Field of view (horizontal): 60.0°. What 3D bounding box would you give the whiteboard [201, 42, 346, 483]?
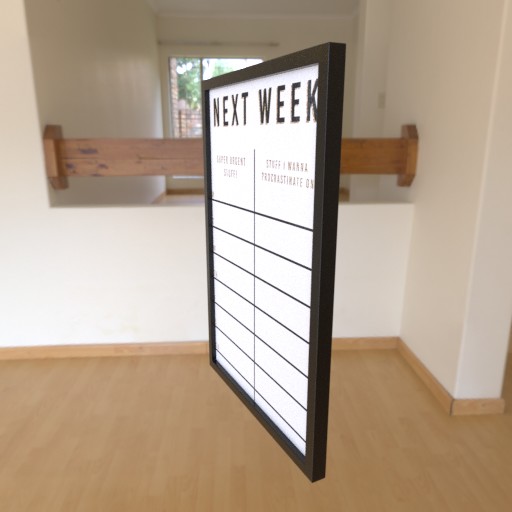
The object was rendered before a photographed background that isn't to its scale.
[{"bbox_3d":[0.000,0.000,0.767,0.026,0.611,0.406,-8,17,-27],"label":"whiteboard"}]
